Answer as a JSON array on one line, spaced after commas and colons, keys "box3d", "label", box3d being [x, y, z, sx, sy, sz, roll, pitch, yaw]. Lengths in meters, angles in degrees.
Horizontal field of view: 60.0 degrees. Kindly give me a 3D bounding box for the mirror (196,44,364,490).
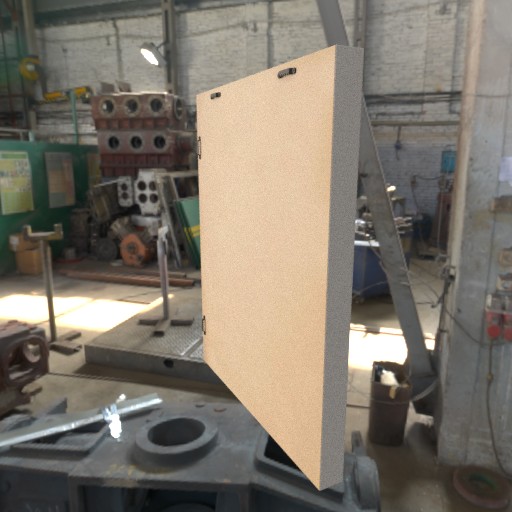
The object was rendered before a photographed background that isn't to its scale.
[{"box3d": [0.000, 0.000, 0.672, 0.041, 0.508, 0.405, -6, 14, -26], "label": "mirror"}]
